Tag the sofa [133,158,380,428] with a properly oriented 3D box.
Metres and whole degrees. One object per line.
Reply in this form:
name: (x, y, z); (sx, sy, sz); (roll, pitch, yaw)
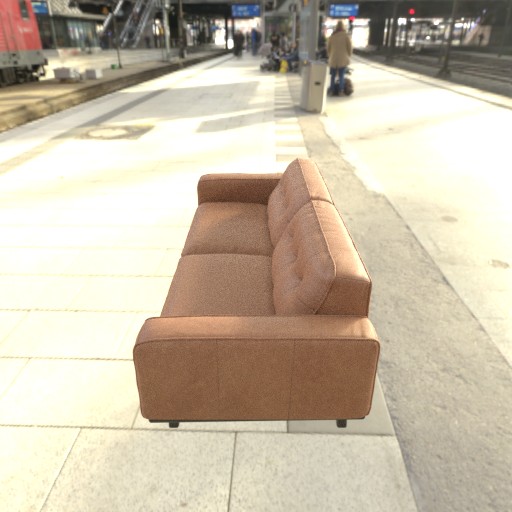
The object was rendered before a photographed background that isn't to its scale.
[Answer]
sofa: (0.000, 0.000, 2.735); (0.953, 0.780, 2.270); (0, 26, 0)
